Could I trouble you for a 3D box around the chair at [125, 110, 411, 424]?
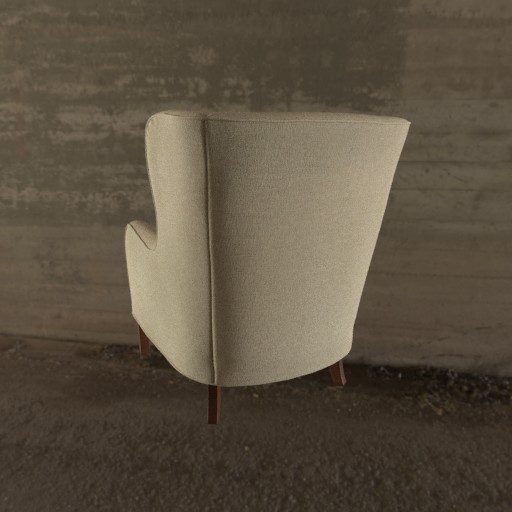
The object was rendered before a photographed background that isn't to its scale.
[{"bbox_3d":[0.000,0.000,1.722,0.838,1.040,0.966,-7,16,-26],"label":"chair"}]
